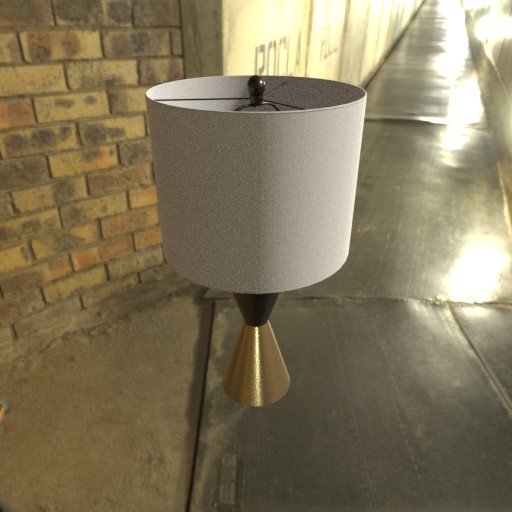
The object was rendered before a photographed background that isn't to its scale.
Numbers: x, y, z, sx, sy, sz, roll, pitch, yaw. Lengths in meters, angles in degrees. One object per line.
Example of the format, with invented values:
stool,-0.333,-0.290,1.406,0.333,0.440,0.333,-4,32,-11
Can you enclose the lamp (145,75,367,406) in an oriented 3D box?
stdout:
lamp,0.000,0.000,0.752,0.304,0.573,0.304,-21,36,-32
